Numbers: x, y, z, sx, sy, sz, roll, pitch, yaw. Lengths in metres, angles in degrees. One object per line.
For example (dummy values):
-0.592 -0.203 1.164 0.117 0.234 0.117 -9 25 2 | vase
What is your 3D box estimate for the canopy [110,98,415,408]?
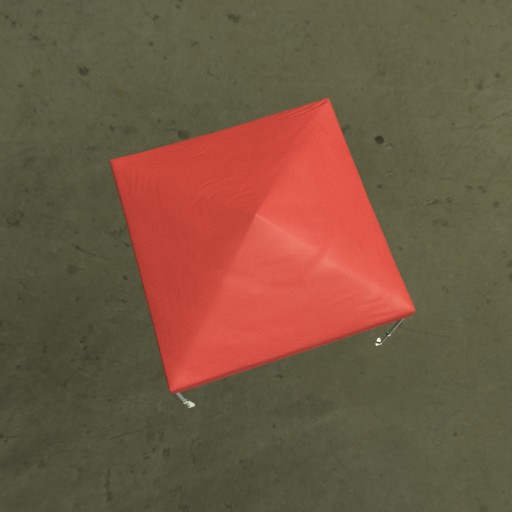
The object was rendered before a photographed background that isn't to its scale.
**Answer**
0.000 0.000 5.149 2.849 2.849 2.848 -17 76 -4 | canopy
